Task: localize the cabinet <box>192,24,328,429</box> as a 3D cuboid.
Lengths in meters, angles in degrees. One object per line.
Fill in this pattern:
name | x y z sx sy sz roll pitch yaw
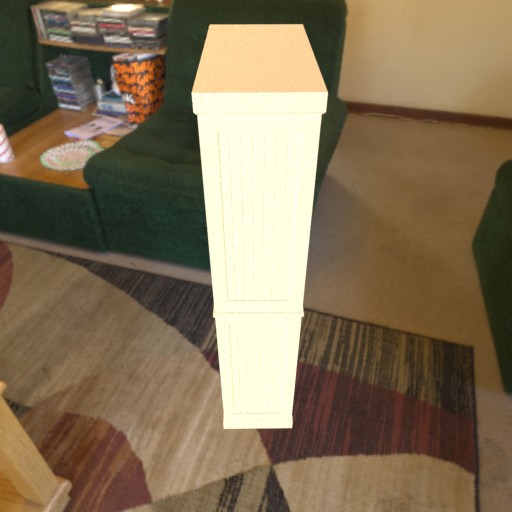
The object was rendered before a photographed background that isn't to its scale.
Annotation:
cabinet | 0.000 0.000 2.106 0.390 1.829 0.754 0 40 -1
